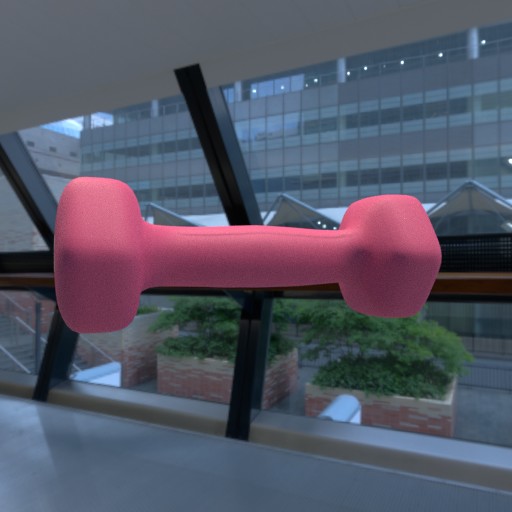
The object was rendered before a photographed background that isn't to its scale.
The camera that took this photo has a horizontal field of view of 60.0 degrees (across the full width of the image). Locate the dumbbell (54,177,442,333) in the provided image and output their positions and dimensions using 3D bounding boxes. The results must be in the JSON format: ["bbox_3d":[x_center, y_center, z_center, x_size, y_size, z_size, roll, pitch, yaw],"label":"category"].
[{"bbox_3d":[0.000,0.000,0.176,0.146,0.053,0.058,0,0,-19],"label":"dumbbell"}]
